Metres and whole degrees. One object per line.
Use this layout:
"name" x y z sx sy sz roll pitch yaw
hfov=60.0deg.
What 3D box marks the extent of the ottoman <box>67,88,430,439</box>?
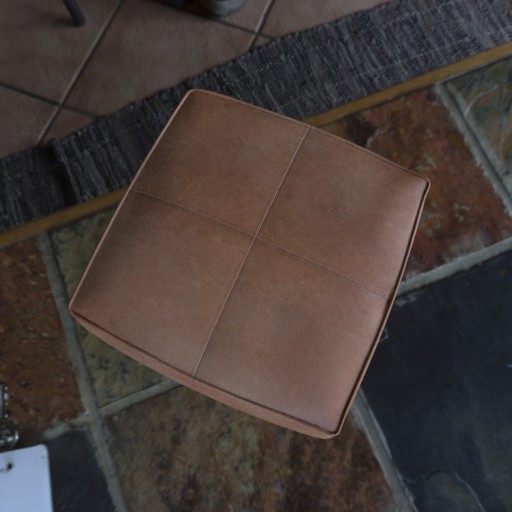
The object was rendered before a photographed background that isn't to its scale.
"ottoman" 0.000 0.000 1.414 0.902 0.395 0.901 23 76 6
